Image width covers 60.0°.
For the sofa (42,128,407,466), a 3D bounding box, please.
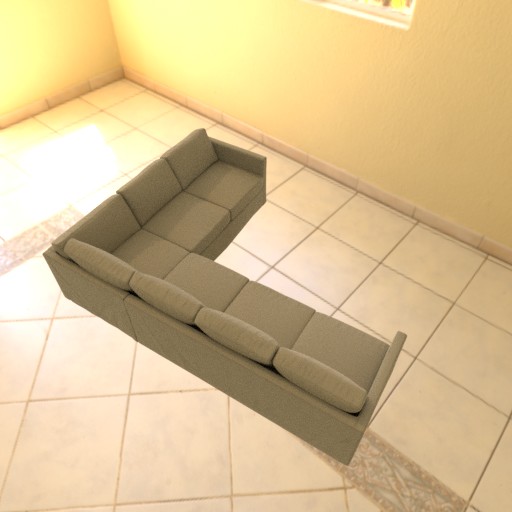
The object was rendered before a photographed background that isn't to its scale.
[{"bbox_3d":[0.000,0.000,4.401,3.182,0.871,2.432,24,52,21],"label":"sofa"}]
